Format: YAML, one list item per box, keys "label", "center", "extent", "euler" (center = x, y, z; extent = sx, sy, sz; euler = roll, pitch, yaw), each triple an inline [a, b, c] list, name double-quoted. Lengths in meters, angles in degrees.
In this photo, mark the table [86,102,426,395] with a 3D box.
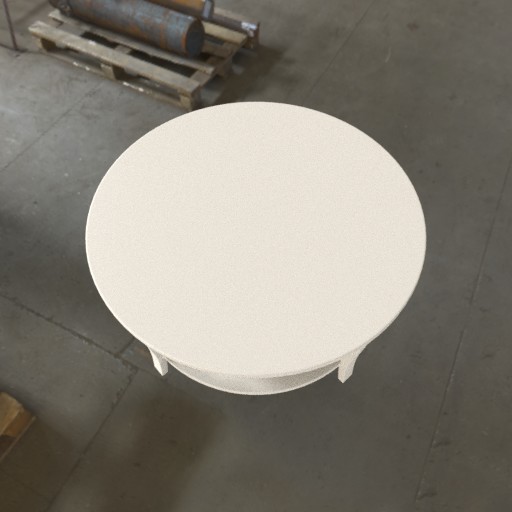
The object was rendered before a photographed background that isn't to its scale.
- label: "table"
  center: [0.000, 0.000, 1.399]
  extent: [0.910, 0.457, 0.910]
  euler: [0, 57, 0]
